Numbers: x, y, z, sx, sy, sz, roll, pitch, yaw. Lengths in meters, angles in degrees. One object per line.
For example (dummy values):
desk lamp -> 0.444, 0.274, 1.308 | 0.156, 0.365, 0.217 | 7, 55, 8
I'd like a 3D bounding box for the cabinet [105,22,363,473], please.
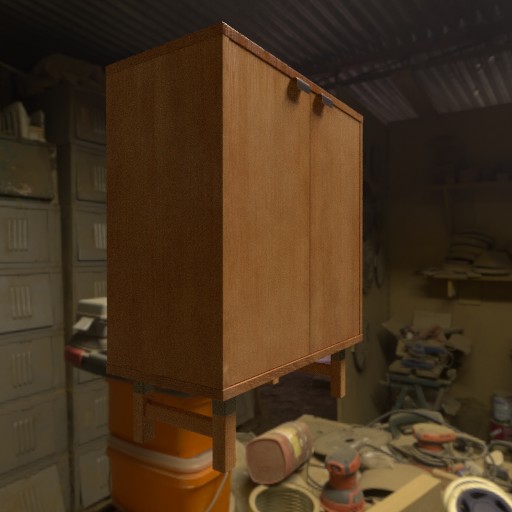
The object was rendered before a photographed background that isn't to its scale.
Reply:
cabinet -> 0.000, 0.000, 1.381 | 0.419, 1.001, 0.800 | 0, 1, 35
